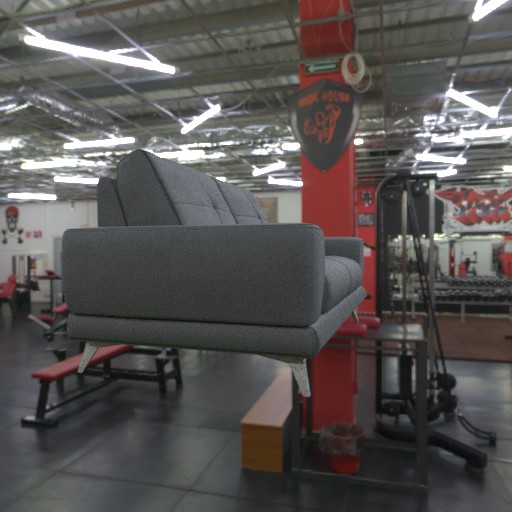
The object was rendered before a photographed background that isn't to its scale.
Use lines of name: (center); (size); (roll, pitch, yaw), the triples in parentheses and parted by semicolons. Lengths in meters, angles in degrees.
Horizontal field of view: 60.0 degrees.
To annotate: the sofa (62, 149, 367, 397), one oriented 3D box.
sofa: (0.000, 0.000, 2.368); (1.018, 0.907, 1.806); (0, 1, 19)
